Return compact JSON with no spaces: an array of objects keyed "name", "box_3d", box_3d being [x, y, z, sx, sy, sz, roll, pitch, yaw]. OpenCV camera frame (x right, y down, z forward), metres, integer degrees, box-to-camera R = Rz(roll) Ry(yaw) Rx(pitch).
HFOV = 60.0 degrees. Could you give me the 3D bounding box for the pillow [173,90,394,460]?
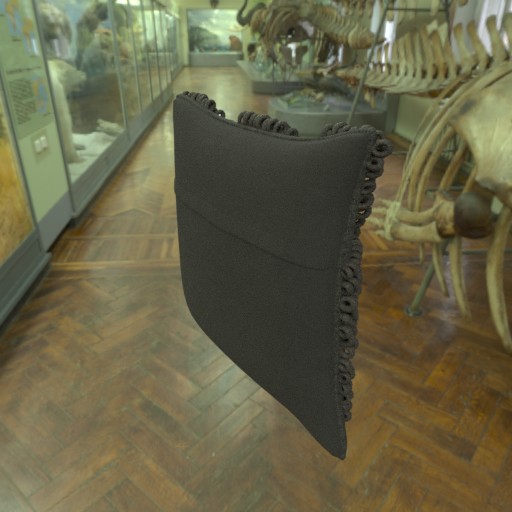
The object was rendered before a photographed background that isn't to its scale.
[{"name":"pillow","box_3d":[0.000,0.000,0.713,0.172,0.467,0.470,-17,31,-31]}]
